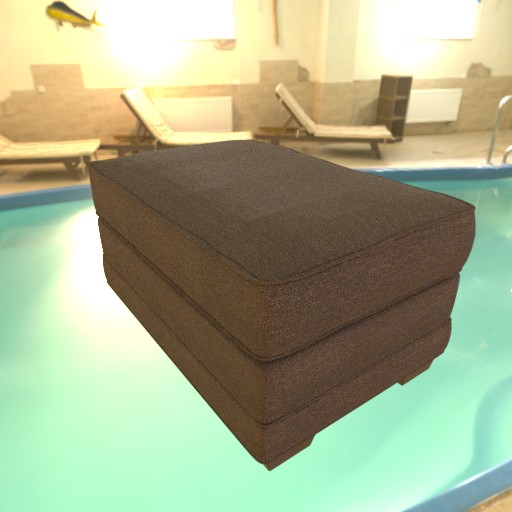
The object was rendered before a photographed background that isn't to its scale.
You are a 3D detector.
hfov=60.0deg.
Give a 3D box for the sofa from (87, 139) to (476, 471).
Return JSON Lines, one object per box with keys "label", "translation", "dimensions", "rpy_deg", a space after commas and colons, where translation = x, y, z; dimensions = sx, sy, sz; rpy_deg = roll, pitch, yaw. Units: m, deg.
{"label": "sofa", "translation": [0.000, 0.000, 1.165], "dimensions": [0.578, 0.457, 0.854], "rpy_deg": [-18, 32, -32]}
